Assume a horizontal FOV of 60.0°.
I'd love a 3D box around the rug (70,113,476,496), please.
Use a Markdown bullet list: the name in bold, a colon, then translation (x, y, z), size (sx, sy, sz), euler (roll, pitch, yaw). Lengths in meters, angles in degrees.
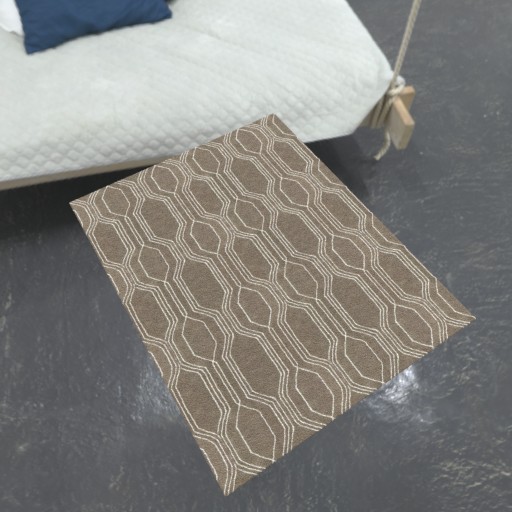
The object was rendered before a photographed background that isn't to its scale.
- **rug**: translation (0.000, 0.000, 4.078), size (2.457, 0.012, 3.062), euler (-28, 62, -17)
